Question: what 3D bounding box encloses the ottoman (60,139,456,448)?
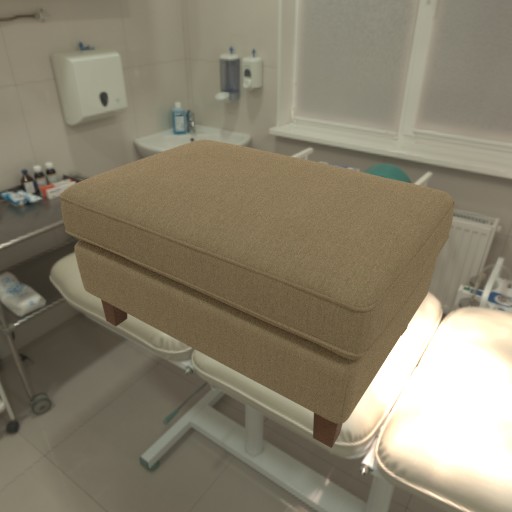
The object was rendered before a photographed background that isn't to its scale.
[{"bbox_3d":[0.000,0.000,1.311,0.945,0.521,0.636,20,36,30],"label":"ottoman"}]
